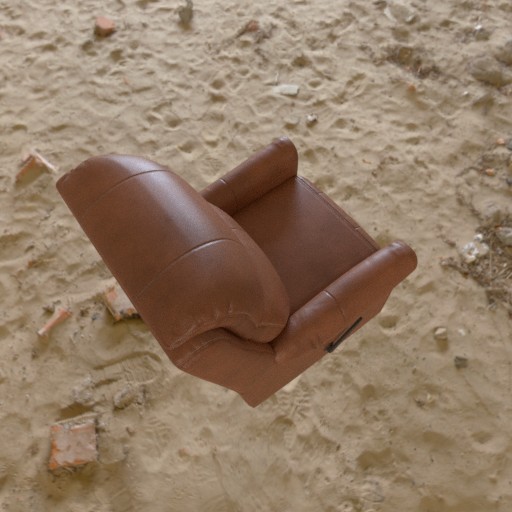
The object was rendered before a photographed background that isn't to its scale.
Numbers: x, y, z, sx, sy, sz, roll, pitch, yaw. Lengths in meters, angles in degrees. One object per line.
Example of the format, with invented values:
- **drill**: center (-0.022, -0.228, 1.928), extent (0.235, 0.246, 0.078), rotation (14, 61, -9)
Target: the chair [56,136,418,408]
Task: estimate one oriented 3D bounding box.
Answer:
- **chair**: center (0.000, 0.000, 1.733), extent (1.014, 1.054, 0.838), rotation (-32, 63, -19)
